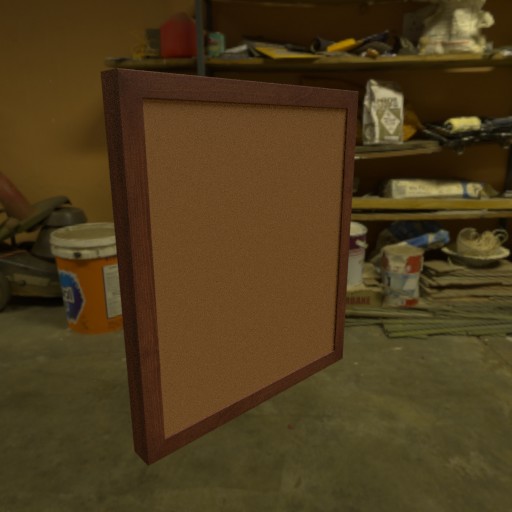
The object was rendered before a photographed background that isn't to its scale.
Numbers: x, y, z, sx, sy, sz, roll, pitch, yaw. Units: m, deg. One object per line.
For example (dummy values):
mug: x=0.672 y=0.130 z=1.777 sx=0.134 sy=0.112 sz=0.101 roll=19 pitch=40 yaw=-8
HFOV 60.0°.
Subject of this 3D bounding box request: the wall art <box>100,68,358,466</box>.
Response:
wall art: x=0.000 y=0.000 z=0.524 sx=0.330 sy=0.381 sz=0.030 roll=-14 pitch=21 yaw=-41
